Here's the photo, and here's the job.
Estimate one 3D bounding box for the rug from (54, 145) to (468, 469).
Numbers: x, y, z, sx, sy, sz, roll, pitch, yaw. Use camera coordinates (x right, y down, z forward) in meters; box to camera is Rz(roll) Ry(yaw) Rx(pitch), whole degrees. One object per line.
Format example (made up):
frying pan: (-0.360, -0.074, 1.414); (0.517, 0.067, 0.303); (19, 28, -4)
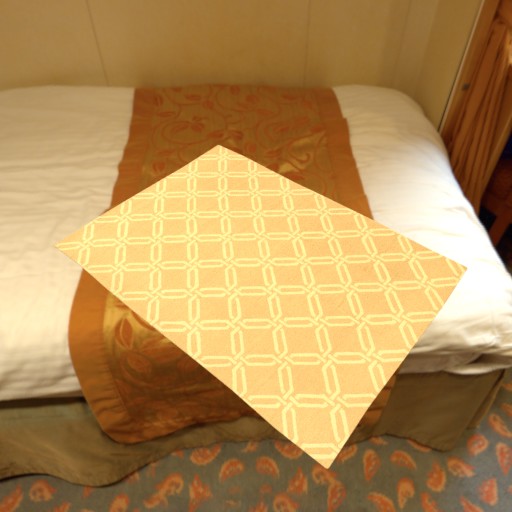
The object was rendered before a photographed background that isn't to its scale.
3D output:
rug: (0.000, 0.000, 4.404); (3.365, 0.020, 2.452); (32, 54, 26)
